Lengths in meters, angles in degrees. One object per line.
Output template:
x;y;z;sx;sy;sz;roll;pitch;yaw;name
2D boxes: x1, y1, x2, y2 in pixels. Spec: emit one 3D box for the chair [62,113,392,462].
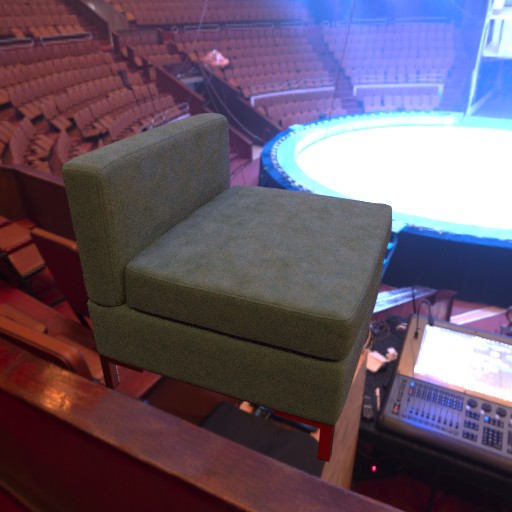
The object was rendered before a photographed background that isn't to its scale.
0.000;0.000;1.260;0.685;0.660;0.684;11;30;19;chair
